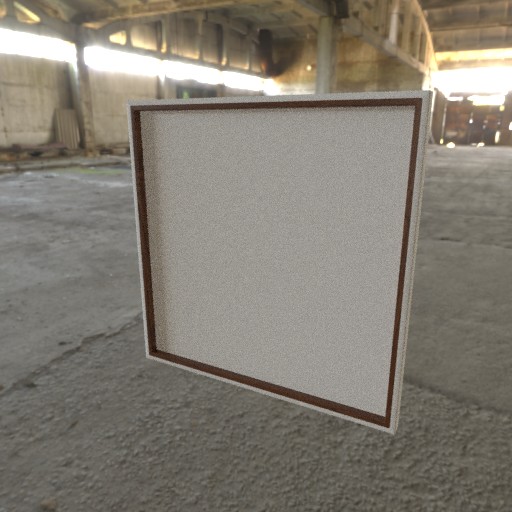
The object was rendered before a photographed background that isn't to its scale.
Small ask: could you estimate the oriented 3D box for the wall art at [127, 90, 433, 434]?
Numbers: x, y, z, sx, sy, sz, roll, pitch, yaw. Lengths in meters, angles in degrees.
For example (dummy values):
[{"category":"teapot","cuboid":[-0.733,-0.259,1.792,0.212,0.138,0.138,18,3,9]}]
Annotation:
[{"category":"wall art","cuboid":[0.000,0.000,1.116,0.757,0.757,0.037,9,18,27]}]
